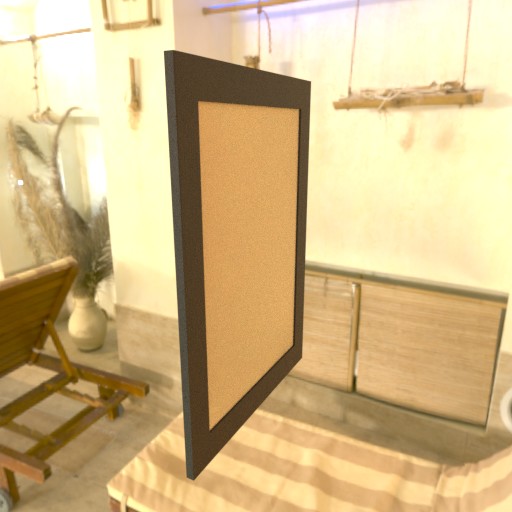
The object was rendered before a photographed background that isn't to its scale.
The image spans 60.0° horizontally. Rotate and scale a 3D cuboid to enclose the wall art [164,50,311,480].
[{"bbox_3d":[0.000,0.000,0.652,0.013,0.508,0.359,9,18,27],"label":"wall art"}]
